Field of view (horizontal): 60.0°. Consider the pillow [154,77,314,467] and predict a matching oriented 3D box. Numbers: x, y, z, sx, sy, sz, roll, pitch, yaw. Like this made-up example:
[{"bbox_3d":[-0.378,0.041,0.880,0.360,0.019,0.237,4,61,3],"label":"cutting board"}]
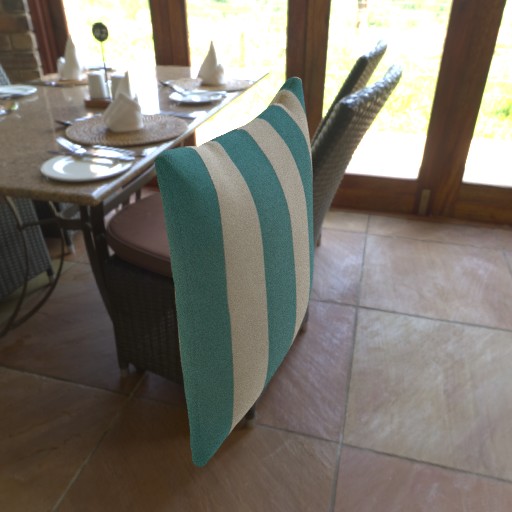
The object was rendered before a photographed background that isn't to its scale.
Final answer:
[{"bbox_3d":[0.000,0.000,0.784,0.189,0.526,0.536,10,32,16],"label":"pillow"}]
